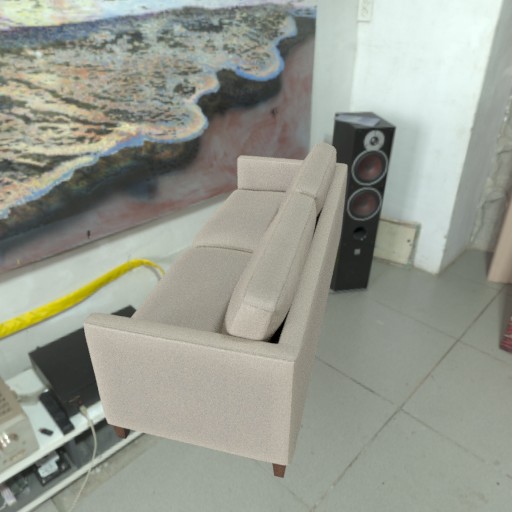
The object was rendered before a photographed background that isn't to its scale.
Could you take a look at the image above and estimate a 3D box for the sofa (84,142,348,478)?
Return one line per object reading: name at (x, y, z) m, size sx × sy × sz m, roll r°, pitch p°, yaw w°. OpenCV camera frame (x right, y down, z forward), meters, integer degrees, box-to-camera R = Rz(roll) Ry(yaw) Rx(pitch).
sofa at (0.000, 0.000, 2.862) m, size 0.951 × 0.968 × 2.361 m, roll 8°, pitch 31°, yaw 13°
